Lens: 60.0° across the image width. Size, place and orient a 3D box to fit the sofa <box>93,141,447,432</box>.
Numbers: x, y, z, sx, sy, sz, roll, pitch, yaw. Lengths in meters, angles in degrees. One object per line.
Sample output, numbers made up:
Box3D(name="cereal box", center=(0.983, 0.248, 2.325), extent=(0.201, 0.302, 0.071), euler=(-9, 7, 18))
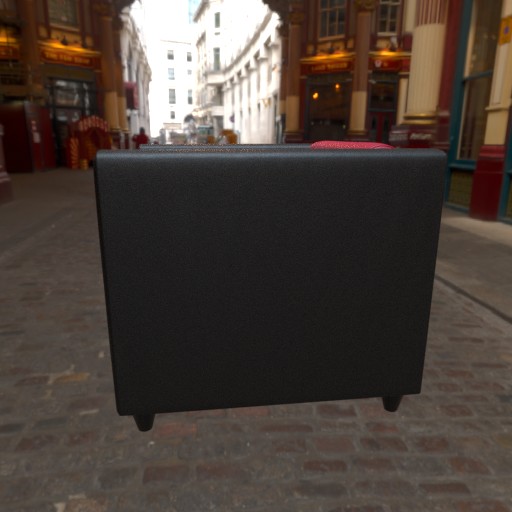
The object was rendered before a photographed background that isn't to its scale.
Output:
Box3D(name="sofa", center=(0.000, 0.000, 1.451), extent=(0.809, 0.724, 0.839), euler=(-2, 15, -7))
